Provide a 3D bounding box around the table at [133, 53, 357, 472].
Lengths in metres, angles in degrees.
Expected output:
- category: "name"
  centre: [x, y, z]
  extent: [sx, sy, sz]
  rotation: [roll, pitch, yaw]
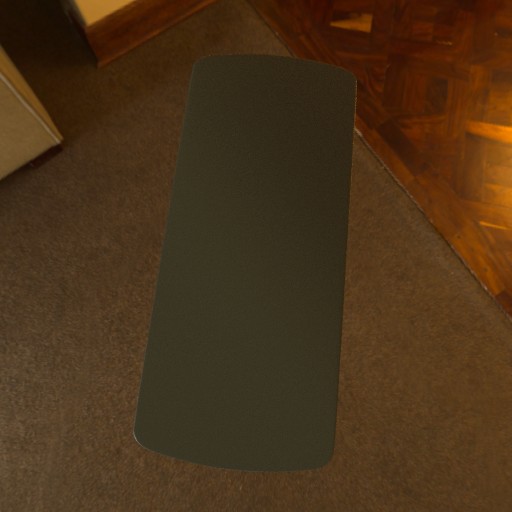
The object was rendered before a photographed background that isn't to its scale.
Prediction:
- category: "table"
  centre: [0.000, 0.000, 1.599]
  extent: [0.571, 0.457, 1.333]
  rotation: [6, 76, 1]
